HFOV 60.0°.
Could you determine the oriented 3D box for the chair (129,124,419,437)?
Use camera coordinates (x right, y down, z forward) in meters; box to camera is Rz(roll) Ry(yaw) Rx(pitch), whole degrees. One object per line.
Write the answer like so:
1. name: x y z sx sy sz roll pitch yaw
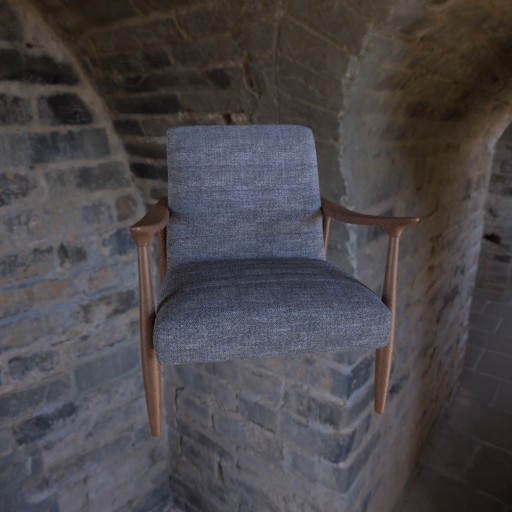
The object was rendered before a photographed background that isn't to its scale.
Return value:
1. chair: 0.000 0.000 1.449 0.741 0.832 0.798 -2 16 -9
